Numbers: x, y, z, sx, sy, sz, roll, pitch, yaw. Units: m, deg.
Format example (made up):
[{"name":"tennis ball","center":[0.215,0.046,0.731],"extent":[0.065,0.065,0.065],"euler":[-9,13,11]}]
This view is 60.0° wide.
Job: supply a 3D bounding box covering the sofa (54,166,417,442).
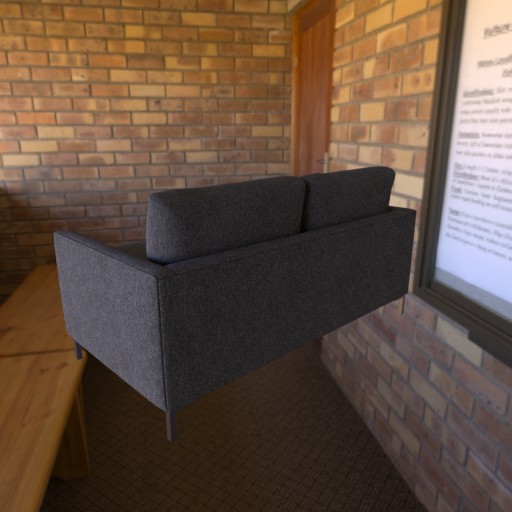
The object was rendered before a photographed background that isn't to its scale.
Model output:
[{"name":"sofa","center":[0.000,0.000,2.269],"extent":[1.716,0.862,0.866],"euler":[-15,22,-42]}]
